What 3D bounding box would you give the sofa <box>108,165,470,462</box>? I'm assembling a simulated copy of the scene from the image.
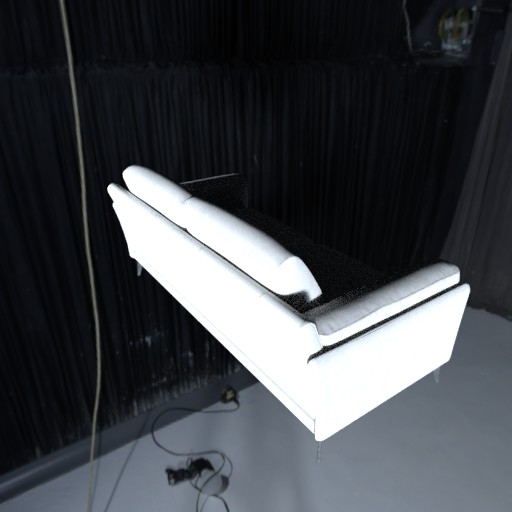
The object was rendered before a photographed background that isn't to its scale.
[{"bbox_3d":[0.000,0.000,2.638,1.049,0.930,2.101,-17,31,-31],"label":"sofa"}]
